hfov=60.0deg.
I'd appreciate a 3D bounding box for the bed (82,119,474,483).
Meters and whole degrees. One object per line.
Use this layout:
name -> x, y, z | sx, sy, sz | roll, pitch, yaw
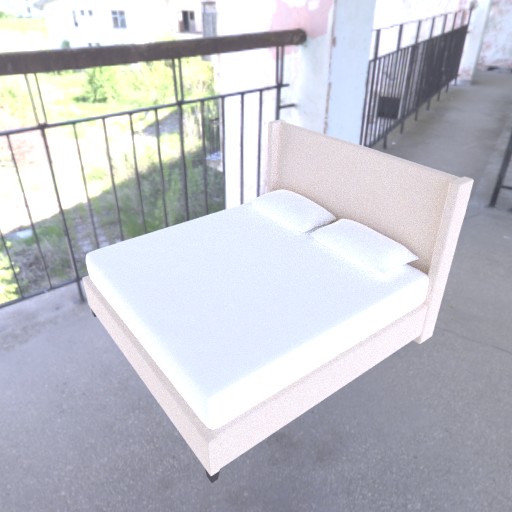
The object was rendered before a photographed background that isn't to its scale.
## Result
bed -> 0.000, 0.000, 3.668 | 2.293, 1.471, 2.145 | -21, 37, -31
